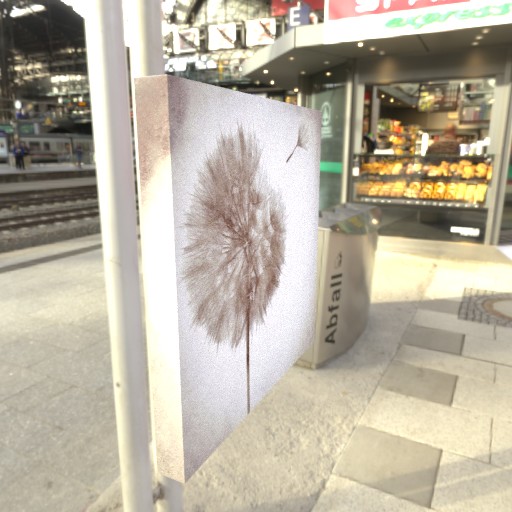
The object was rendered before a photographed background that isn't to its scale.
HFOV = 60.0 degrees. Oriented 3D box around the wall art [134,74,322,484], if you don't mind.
[{"bbox_3d":[0.000,0.000,0.453,0.028,0.303,0.303,7,15,26],"label":"wall art"}]
